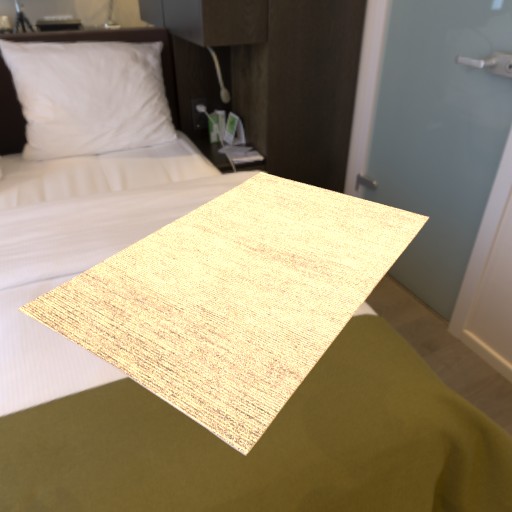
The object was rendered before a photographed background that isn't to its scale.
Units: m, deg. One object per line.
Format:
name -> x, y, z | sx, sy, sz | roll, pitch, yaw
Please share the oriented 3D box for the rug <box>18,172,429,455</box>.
rug -> 0.000, 0.000, 2.148 | 1.149, 0.021, 1.773 | 21, 38, 29
